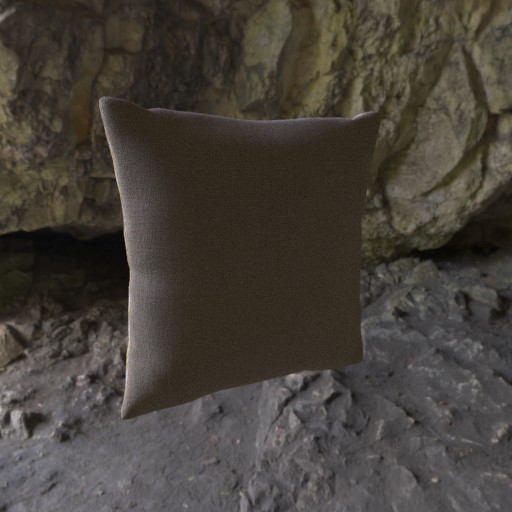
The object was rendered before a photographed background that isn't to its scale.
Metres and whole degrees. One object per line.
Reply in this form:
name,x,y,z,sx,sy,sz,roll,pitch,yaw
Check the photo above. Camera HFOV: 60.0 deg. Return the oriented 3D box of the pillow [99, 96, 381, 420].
pillow,0.000,0.000,0.671,0.429,0.436,0.159,-7,15,-26
